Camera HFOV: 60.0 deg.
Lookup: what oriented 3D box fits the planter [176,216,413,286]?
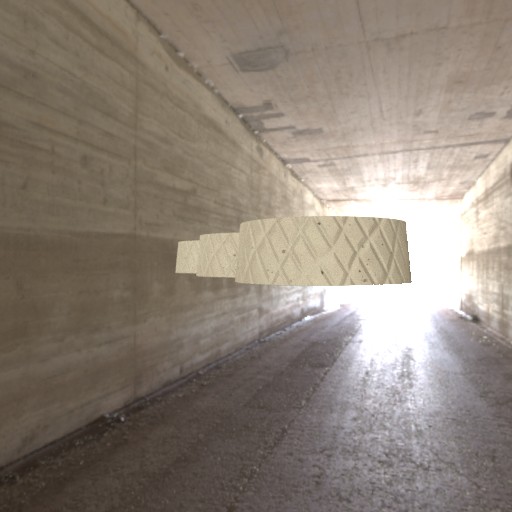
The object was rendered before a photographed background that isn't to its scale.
[{"bbox_3d":[0.000,0.000,0.424,0.114,0.038,0.390,0,-1,-18],"label":"planter"}]
